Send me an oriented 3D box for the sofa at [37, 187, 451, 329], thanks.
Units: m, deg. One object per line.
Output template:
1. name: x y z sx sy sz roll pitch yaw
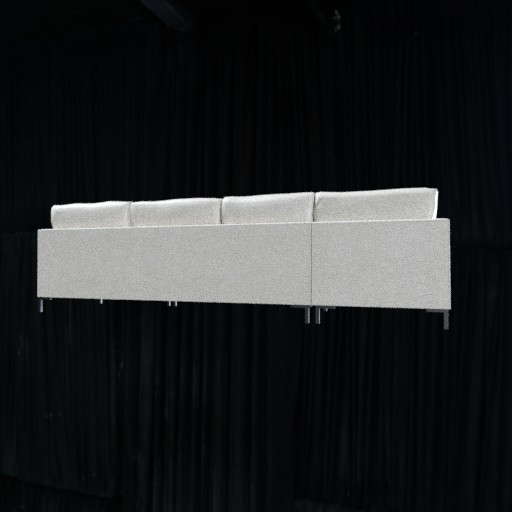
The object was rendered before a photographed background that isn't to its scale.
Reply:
1. sofa: 0.000 0.000 4.362 3.384 0.996 2.048 0 -1 18
